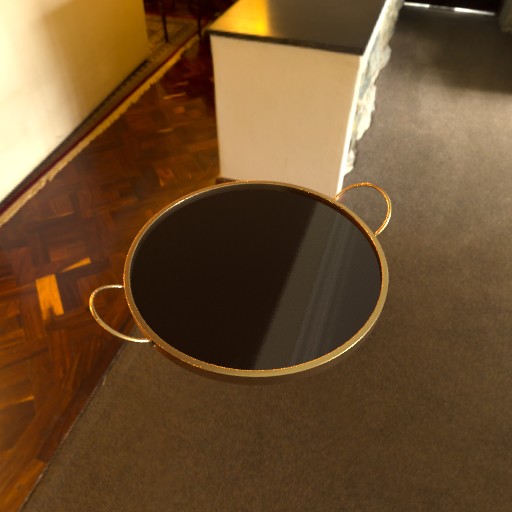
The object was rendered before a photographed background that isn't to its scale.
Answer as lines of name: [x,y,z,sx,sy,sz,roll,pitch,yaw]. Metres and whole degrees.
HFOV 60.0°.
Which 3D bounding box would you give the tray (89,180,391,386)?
tray: [0.000,0.000,0.744,0.543,0.069,0.438,-24,51,-21]
